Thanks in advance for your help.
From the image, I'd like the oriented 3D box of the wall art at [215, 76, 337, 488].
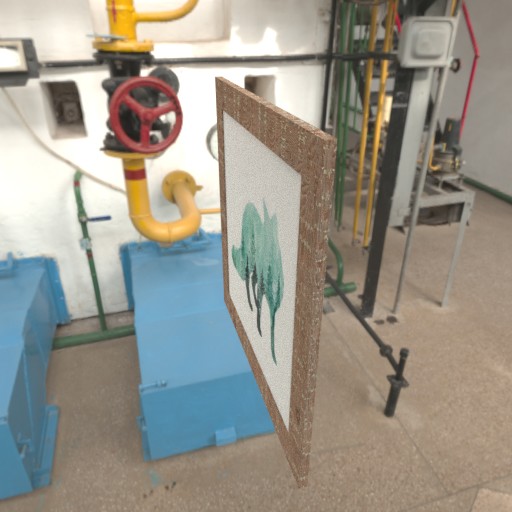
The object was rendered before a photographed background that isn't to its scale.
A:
[{"bbox_3d":[0.000,0.000,0.563,0.012,0.384,0.384,-8,29,-14],"label":"wall art"}]
